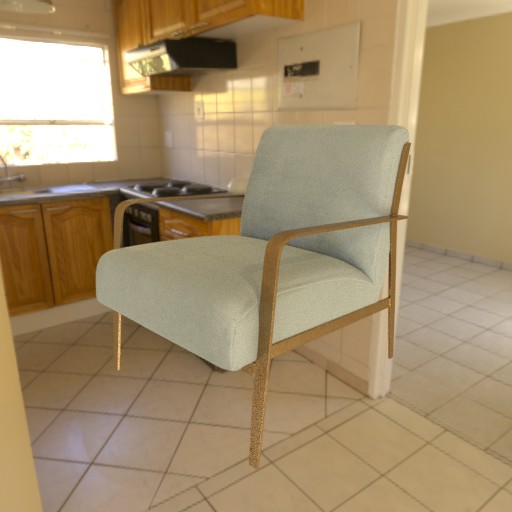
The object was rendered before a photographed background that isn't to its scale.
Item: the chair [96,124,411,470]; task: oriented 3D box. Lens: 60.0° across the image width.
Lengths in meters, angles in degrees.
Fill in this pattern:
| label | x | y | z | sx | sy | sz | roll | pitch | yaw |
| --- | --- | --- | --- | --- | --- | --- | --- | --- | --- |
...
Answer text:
| label | x | y | z | sx | sy | sz | roll | pitch | yaw |
| --- | --- | --- | --- | --- | --- | --- | --- | --- | --- |
| chair | 0.000 | 0.000 | 1.450 | 0.701 | 0.824 | 0.842 | 15 | 22 | 41 |
